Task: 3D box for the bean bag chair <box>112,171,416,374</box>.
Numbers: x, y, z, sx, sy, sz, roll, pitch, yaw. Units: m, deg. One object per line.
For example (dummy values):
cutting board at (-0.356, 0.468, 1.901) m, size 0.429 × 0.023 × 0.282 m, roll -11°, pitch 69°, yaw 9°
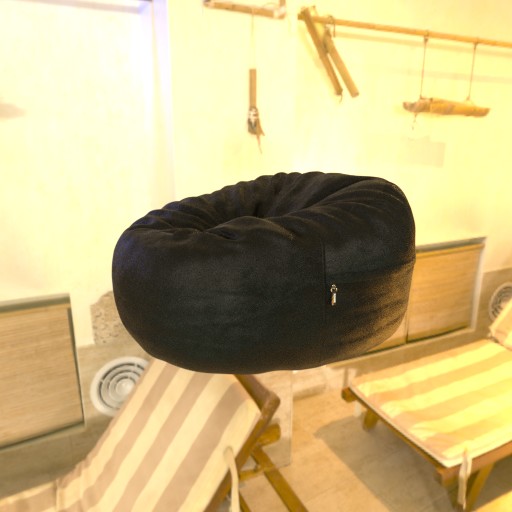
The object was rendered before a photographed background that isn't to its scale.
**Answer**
bean bag chair at (0.000, 0.000, 2.447) m, size 1.524 × 0.878 × 1.524 m, roll -8°, pitch 17°, yaw -26°
